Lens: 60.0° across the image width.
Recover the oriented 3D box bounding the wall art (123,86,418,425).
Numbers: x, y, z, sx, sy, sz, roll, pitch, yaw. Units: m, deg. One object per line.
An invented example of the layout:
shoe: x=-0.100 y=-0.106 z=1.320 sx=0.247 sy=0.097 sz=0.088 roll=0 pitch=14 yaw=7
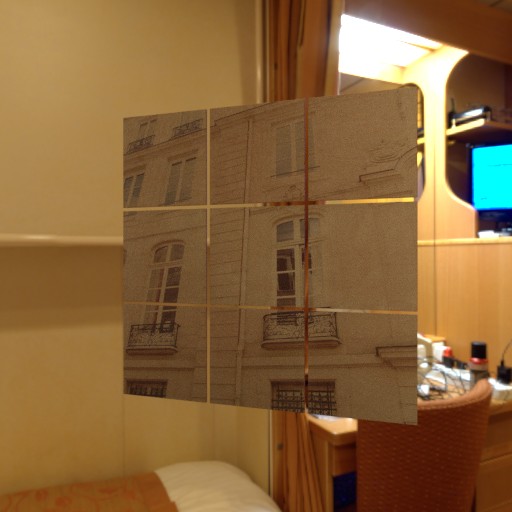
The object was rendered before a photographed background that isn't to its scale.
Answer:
wall art: x=0.000 y=0.000 z=2.228 sx=1.526 sy=1.522 sz=0.023 roll=0 pitch=0 yaw=17
